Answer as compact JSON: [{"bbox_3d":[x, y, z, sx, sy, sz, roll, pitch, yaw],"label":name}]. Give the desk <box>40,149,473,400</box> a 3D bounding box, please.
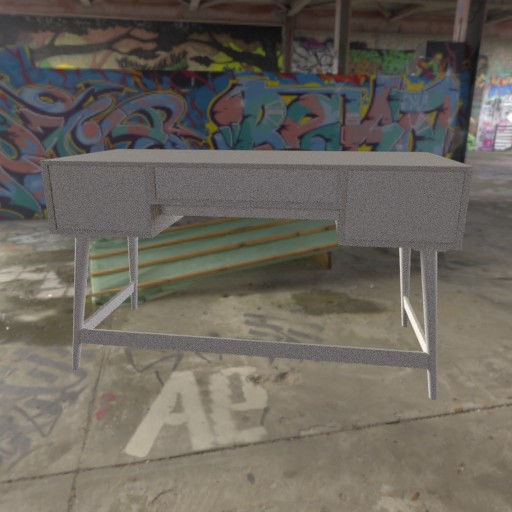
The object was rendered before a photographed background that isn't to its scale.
[{"bbox_3d":[0.000,0.000,1.720,1.313,0.762,0.589,2,17,8],"label":"desk"}]
